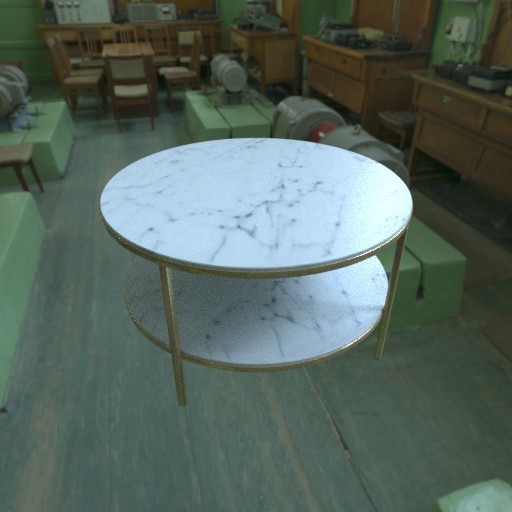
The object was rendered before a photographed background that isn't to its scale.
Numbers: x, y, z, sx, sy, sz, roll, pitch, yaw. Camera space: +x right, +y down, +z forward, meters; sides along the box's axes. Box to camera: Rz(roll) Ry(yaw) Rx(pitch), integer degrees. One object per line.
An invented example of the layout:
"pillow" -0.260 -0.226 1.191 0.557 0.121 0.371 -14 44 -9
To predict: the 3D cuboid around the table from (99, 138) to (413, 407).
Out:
"table" 0.000 0.000 1.295 0.800 0.450 0.800 0 32 0
